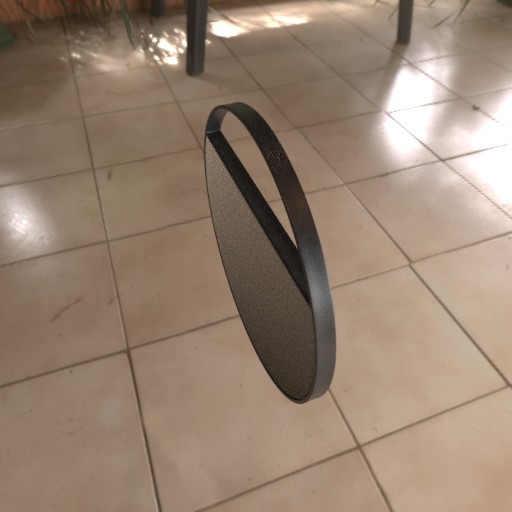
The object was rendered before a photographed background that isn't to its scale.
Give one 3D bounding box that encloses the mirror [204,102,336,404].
[{"bbox_3d":[0.000,0.000,0.857,0.032,0.565,0.565,-16,48,-15],"label":"mirror"}]
